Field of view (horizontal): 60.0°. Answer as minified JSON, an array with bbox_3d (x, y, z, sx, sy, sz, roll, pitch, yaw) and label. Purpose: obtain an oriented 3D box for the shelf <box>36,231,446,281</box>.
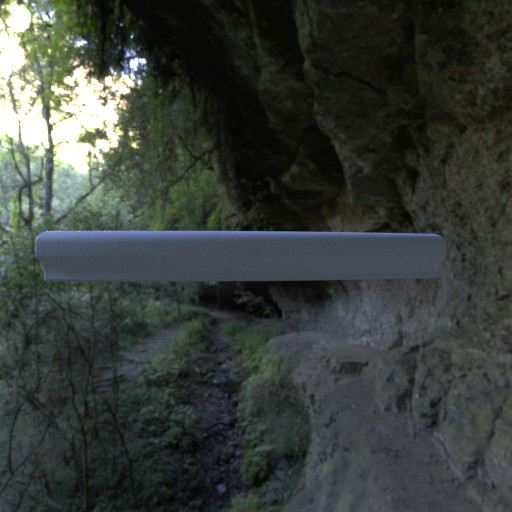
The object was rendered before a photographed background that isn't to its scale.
[{"bbox_3d":[0.000,0.000,0.469,0.310,0.050,0.310,0,0,36],"label":"shelf"}]
